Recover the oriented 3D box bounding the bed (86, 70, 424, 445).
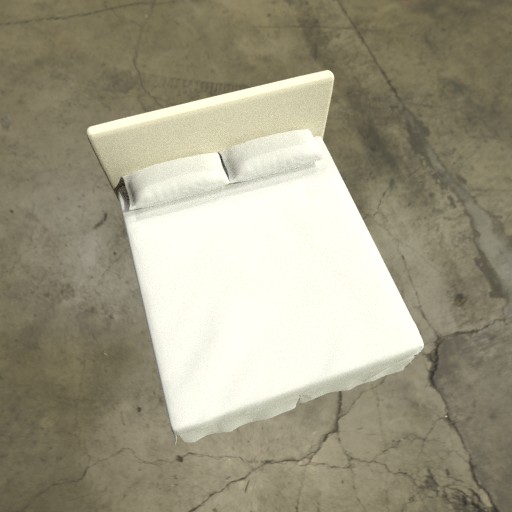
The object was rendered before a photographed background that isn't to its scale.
[{"bbox_3d":[0.000,0.000,3.629,2.119,1.317,2.341,-16,65,-8],"label":"bed"}]
